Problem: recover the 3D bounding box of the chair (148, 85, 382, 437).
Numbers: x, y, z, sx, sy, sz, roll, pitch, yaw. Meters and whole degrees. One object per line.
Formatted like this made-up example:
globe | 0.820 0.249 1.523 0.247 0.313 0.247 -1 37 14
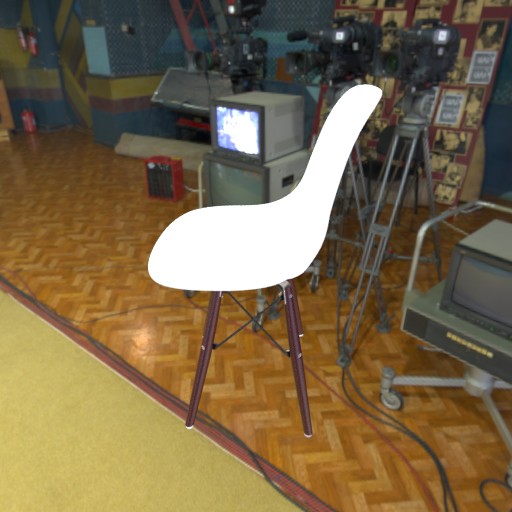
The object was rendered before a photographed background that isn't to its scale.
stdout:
chair | 0.000 0.000 1.154 0.533 0.826 0.470 0 28 0
